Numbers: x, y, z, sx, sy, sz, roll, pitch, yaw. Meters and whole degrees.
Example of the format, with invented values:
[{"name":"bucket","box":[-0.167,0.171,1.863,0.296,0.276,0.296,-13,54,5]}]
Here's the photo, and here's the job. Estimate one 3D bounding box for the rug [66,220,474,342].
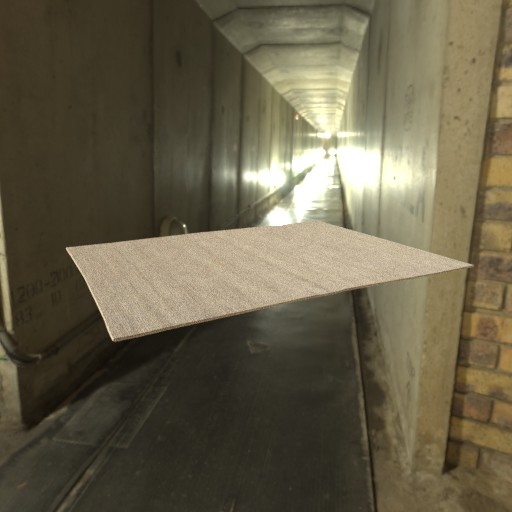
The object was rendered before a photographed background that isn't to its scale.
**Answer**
[{"name":"rug","box":[0.000,0.000,4.884,3.626,0.051,2.757,-8,17,-27]}]
